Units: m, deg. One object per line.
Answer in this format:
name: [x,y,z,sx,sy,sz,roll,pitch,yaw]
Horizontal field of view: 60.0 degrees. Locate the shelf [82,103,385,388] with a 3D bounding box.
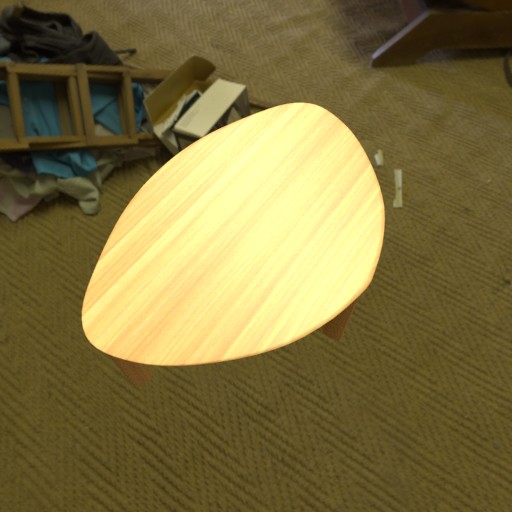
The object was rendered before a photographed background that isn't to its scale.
shelf: [0.000,0.000,1.672,0.845,0.440,1.246,31,63,18]
